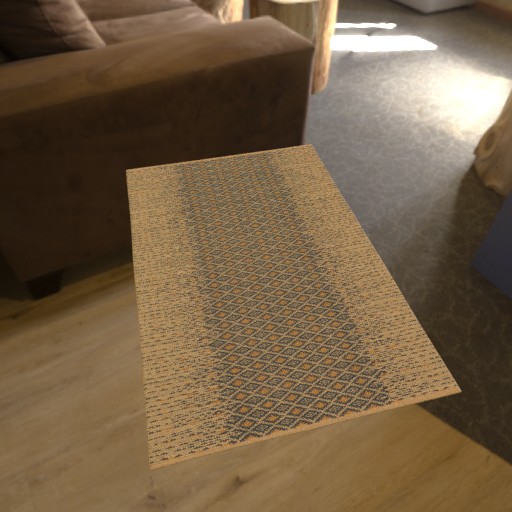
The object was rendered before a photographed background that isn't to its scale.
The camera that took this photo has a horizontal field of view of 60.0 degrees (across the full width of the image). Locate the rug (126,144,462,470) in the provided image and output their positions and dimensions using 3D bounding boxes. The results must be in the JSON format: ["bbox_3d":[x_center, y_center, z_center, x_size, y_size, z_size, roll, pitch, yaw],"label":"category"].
[{"bbox_3d":[0.000,0.000,2.259,1.219,0.005,1.828,-10,47,-10],"label":"rug"}]
